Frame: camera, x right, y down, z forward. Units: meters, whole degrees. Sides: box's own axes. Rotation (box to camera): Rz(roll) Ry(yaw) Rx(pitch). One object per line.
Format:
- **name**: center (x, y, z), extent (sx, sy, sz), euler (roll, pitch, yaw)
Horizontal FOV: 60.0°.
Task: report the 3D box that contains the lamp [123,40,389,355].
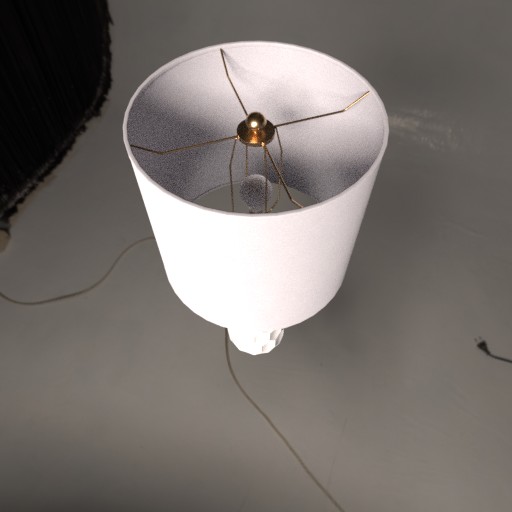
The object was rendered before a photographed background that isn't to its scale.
- **lamp**: center (0.000, 0.000, 0.689), extent (0.277, 0.537, 0.277), euler (16, 58, 11)
